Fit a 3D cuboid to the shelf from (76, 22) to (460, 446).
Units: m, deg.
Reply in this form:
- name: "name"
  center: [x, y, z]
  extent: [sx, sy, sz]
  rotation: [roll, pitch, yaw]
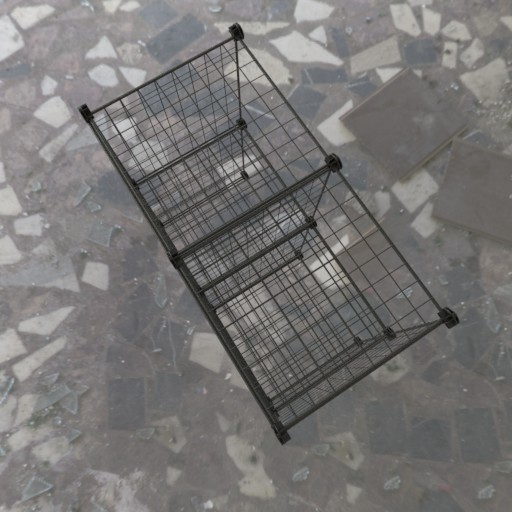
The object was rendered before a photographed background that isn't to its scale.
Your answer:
- name: "shelf"
  center: [0.000, 0.000, 1.125]
  extent: [0.356, 0.711, 0.711]
  rotation: [-32, 78, -8]
